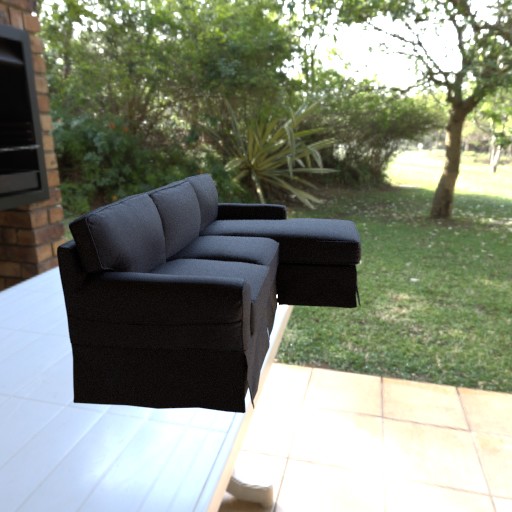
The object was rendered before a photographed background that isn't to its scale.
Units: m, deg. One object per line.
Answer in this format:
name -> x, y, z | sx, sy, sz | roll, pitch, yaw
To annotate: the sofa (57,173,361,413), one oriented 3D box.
sofa -> 0.000, 0.000, 3.292 | 1.637, 1.039, 2.518 | 2, 16, 8
